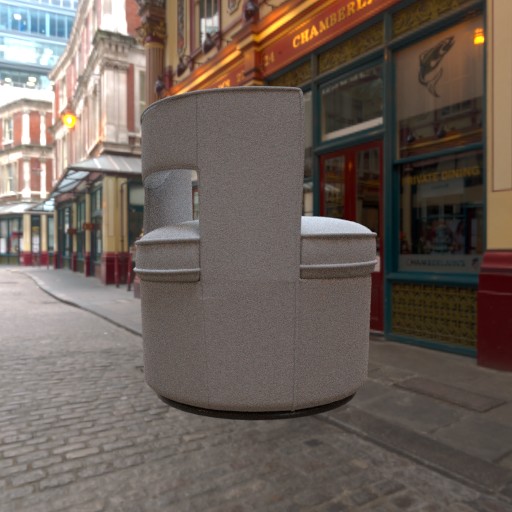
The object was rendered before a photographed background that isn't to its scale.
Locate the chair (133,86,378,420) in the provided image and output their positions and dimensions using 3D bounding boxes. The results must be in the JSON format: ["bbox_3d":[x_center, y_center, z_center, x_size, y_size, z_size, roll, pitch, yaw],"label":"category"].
[{"bbox_3d":[0.000,0.000,1.242,0.665,0.723,0.650,0,0,-35],"label":"chair"}]
